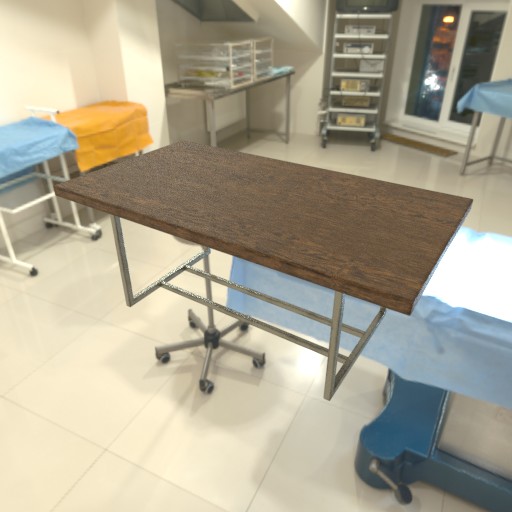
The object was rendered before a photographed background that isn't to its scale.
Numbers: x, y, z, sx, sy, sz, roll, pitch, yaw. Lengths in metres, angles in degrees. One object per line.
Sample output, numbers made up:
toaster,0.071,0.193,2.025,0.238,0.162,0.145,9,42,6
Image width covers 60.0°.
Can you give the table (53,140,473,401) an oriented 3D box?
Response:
table,0.000,0.000,2.575,1.989,0.795,1.078,18,35,28
